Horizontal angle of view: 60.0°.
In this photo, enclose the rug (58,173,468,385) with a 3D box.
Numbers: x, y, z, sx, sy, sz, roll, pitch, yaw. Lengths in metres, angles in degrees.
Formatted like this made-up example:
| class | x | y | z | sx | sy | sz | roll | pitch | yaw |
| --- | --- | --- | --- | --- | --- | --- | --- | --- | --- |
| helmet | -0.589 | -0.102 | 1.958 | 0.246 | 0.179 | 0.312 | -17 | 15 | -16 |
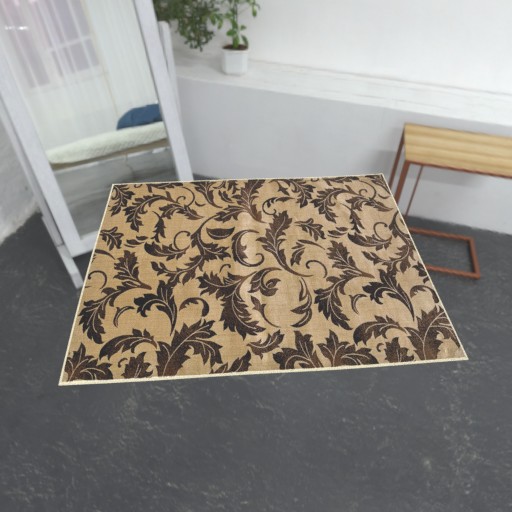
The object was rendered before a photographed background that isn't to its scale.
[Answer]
| class | x | y | z | sx | sy | sz | roll | pitch | yaw |
| --- | --- | --- | --- | --- | --- | --- | --- | --- | --- |
| rug | 0.000 | 0.000 | 4.015 | 2.977 | 0.008 | 2.380 | -3 | 45 | -3 |
